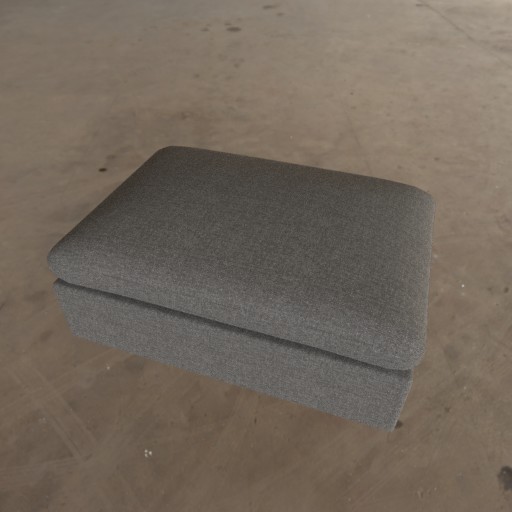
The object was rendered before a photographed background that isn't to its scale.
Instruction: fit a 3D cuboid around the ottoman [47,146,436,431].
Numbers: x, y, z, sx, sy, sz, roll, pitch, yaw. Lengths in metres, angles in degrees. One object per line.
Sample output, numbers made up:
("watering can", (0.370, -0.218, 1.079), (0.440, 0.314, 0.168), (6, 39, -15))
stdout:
("ottoman", (0.000, 0.000, 1.445), (1.041, 0.483, 0.711), (13, 42, 14))
